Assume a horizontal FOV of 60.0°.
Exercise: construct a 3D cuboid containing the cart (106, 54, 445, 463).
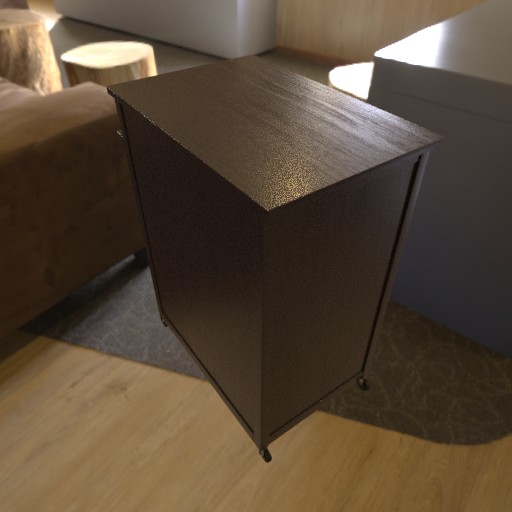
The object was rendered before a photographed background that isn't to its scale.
[{"bbox_3d":[0.000,0.000,1.273,0.449,0.878,0.690,-25,46,-26],"label":"cart"}]
